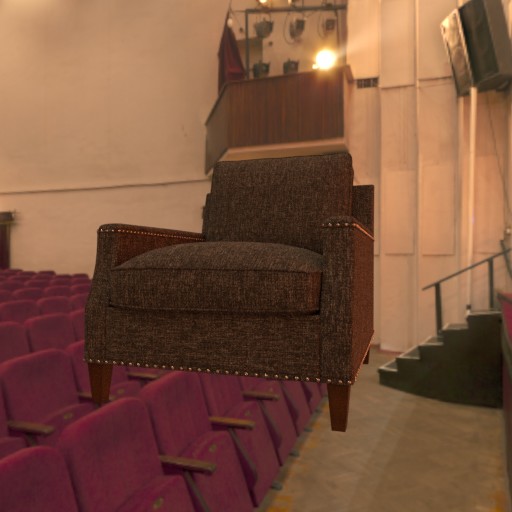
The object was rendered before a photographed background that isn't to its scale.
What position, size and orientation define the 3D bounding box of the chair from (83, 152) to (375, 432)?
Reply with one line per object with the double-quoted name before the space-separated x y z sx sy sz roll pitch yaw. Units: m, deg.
"chair" 0.000 0.000 1.732 0.853 0.943 1.014 0 -1 18
